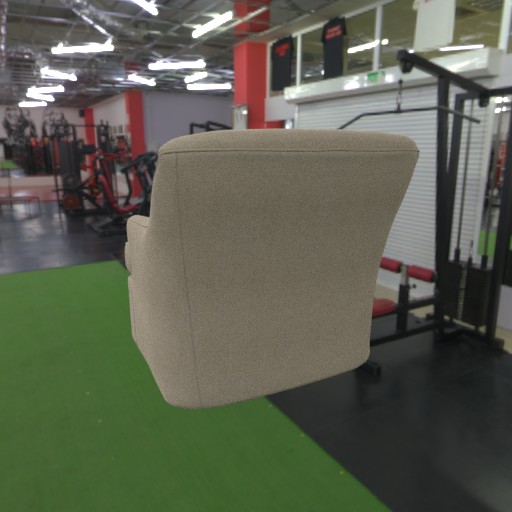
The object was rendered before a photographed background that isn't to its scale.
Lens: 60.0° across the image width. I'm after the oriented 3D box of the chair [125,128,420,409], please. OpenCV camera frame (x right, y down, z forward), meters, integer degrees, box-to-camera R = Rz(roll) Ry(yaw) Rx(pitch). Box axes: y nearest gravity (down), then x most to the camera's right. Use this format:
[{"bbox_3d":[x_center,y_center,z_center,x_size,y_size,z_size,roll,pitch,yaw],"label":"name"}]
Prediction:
[{"bbox_3d":[0.000,0.000,1.611,0.864,0.856,0.923,-7,15,-27],"label":"chair"}]
